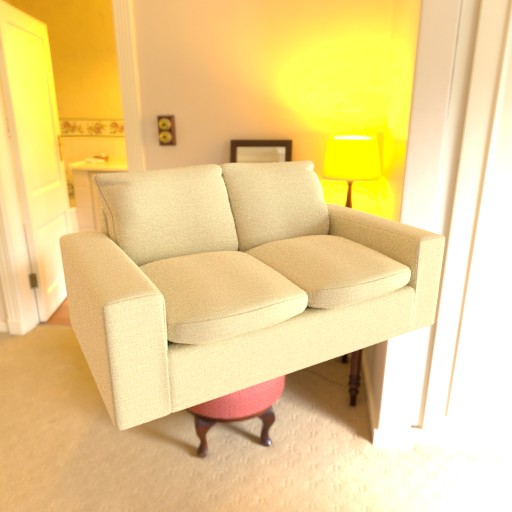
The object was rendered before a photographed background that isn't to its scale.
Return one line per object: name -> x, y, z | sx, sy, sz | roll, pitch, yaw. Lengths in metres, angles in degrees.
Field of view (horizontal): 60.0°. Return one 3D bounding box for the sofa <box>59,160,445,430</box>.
sofa -> 0.000, 0.000, 2.318 | 1.754, 0.875, 1.091 | -10, 20, -29
